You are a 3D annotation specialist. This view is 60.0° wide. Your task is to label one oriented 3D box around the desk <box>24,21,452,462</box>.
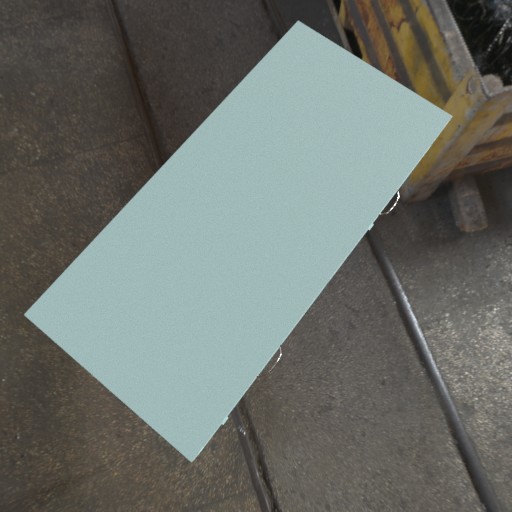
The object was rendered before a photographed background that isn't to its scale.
[{"bbox_3d":[0.000,0.000,1.461,0.525,0.780,1.057,37,77,10],"label":"desk"}]
